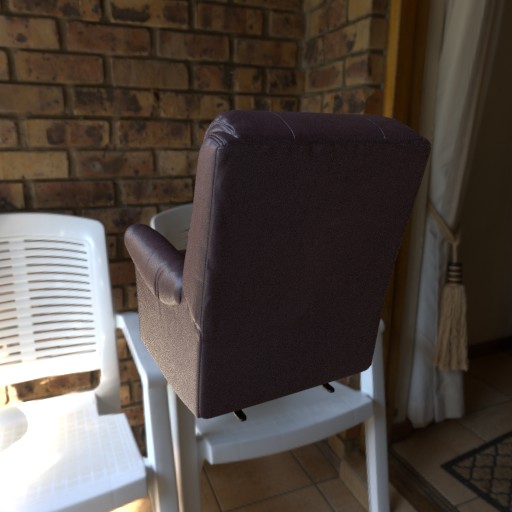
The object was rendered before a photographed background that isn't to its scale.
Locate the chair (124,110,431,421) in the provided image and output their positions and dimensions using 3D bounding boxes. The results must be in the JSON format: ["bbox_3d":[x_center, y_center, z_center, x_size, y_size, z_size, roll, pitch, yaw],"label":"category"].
[{"bbox_3d":[0.000,0.000,1.765,0.838,1.054,1.014,-8,16,-27],"label":"chair"}]
